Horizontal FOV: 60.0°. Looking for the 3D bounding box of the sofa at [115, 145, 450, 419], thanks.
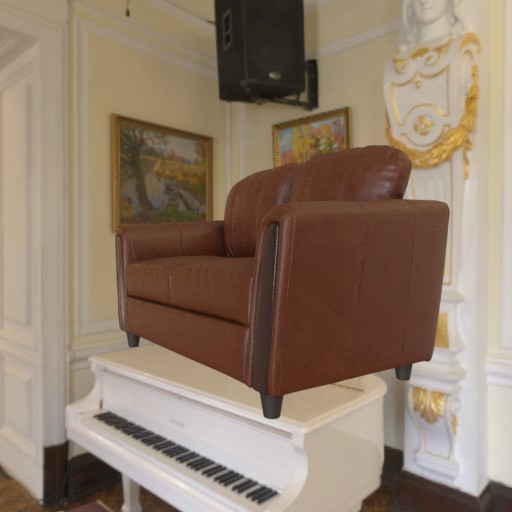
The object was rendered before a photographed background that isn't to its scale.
[{"bbox_3d":[0.000,0.000,1.924,0.805,0.906,1.406,-1,1,-35],"label":"sofa"}]
